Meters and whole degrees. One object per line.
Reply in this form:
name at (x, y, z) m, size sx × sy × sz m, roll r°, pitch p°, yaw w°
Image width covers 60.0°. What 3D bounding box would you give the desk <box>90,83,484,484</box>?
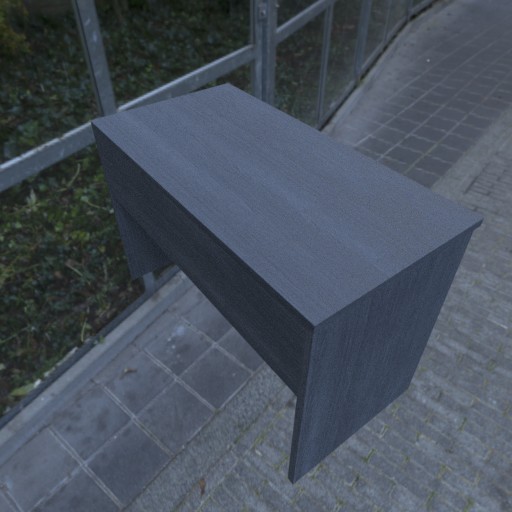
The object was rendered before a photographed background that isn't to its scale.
desk at (0.000, 0.000, 1.520) m, size 0.557 × 0.729 × 1.099 m, roll -27°, pitch 48°, yaw -27°
